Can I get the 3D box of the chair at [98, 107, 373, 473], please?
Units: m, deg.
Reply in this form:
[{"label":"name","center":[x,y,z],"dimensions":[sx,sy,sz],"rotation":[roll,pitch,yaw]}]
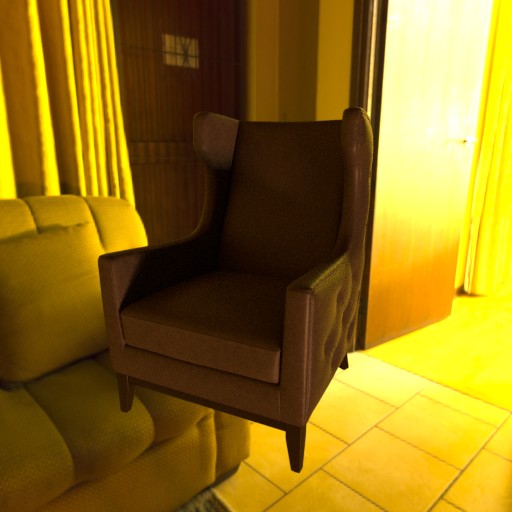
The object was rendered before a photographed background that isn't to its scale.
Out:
[{"label":"chair","center":[0.000,0.000,1.693],"dimensions":[0.769,1.079,0.899],"rotation":[7,16,26]}]
